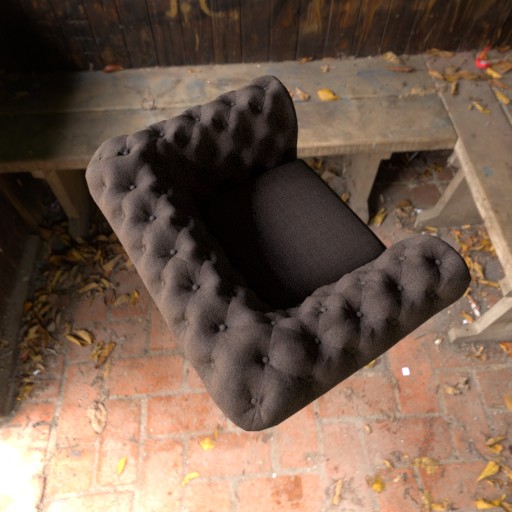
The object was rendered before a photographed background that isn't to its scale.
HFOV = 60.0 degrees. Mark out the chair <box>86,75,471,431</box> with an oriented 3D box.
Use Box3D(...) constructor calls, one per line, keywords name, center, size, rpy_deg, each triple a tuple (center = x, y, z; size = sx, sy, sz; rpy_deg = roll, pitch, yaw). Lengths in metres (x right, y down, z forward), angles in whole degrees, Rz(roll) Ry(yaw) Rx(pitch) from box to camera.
Box3D(name="chair", center=(0.000, 0.000, 1.888), size=(0.945, 0.780, 1.298), rpy_deg=(-29, 63, -16))
